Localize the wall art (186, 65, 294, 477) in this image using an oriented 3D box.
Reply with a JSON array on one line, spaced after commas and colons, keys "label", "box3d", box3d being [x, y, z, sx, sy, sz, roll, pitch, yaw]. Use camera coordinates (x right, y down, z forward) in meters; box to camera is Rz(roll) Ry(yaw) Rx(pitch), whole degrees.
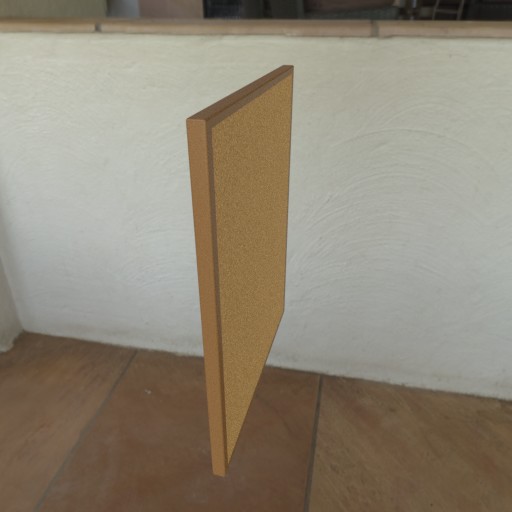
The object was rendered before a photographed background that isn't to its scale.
[{"label": "wall art", "box3d": [0.000, 0.000, 0.750, 0.021, 0.550, 0.449, 8, 31, 13]}]
